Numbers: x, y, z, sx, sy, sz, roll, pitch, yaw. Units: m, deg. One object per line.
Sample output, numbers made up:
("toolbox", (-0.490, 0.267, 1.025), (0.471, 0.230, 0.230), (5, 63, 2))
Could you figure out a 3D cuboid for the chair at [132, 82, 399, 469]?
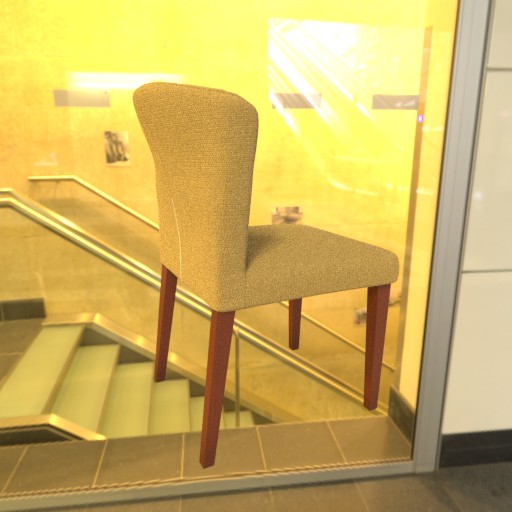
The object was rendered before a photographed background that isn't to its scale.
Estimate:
("chair", (0.000, 0.000, 1.195), (0.589, 0.839, 0.491), (-7, 16, -26))
